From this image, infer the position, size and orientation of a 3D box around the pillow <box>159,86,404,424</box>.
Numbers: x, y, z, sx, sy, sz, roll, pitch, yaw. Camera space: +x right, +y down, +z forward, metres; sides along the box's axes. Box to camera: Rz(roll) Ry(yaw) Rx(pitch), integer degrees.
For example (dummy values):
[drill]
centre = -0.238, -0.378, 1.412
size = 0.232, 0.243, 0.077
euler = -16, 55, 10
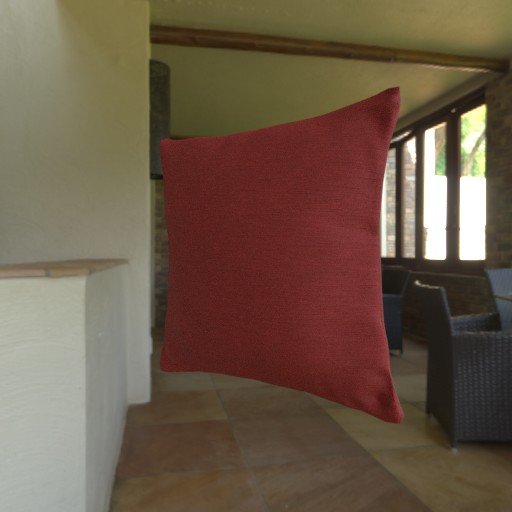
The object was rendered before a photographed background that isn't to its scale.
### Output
[pillow]
centre = 0.000, 0.000, 0.664
size = 0.435, 0.416, 0.151
euler = 0, 0, 36
